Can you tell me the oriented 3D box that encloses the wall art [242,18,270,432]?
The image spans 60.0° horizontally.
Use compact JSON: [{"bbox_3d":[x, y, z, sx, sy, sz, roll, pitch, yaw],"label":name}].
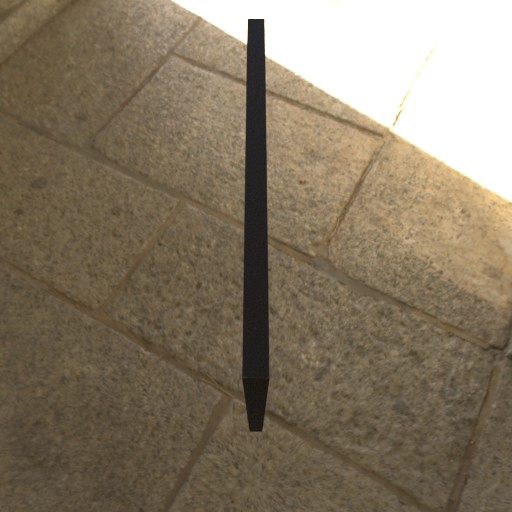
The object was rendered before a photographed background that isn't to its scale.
[{"bbox_3d":[0.000,0.000,1.123,0.038,0.762,0.762,0,63,0],"label":"wall art"}]
